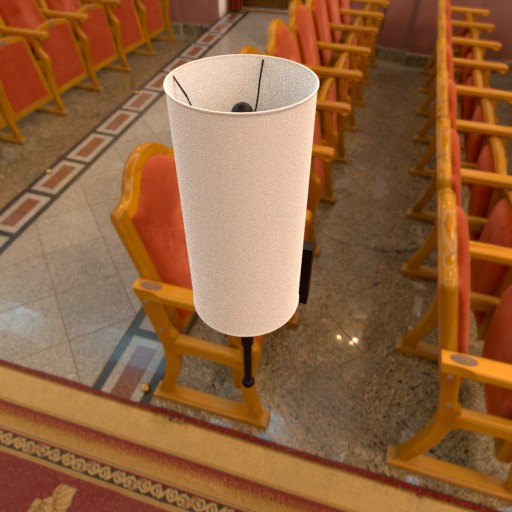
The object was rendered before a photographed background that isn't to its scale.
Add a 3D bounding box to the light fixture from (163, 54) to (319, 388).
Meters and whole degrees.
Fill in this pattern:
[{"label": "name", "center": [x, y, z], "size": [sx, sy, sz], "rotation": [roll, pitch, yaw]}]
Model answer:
[{"label": "light fixture", "center": [0.000, 0.000, 0.550], "size": [0.128, 0.462, 0.208], "rotation": [12, 43, 13]}]
